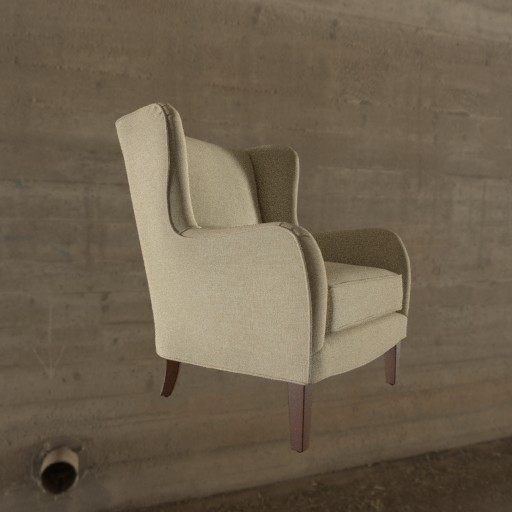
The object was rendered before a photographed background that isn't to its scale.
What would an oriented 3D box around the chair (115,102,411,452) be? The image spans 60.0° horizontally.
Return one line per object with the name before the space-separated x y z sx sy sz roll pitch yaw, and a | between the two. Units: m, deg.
chair | 0.000 0.000 1.726 0.966 1.040 0.838 1 1 36
